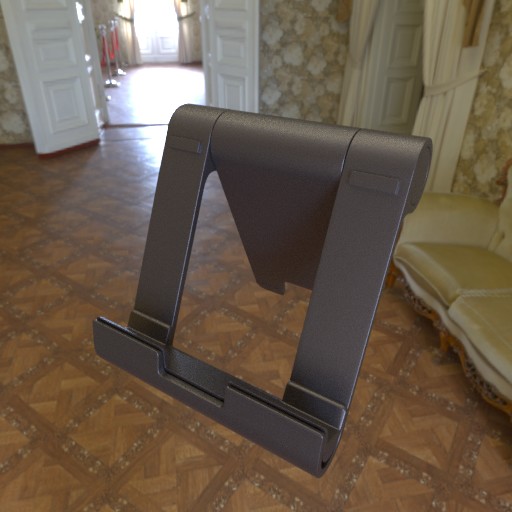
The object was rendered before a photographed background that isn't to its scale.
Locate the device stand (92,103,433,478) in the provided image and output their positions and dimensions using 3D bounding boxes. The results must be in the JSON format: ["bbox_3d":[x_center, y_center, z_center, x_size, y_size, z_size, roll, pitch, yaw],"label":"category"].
[{"bbox_3d":[0.000,0.000,0.149,0.088,0.084,0.079,18,35,28],"label":"device stand"}]
